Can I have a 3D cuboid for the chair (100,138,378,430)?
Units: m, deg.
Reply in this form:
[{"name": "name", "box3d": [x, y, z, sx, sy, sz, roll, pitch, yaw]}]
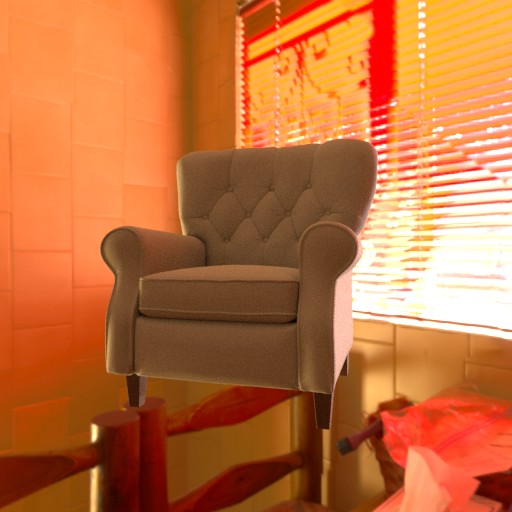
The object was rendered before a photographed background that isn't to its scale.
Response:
[{"name": "chair", "box3d": [0.000, 0.000, 2.088, 1.090, 1.217, 1.128, 0, 0, 17]}]
